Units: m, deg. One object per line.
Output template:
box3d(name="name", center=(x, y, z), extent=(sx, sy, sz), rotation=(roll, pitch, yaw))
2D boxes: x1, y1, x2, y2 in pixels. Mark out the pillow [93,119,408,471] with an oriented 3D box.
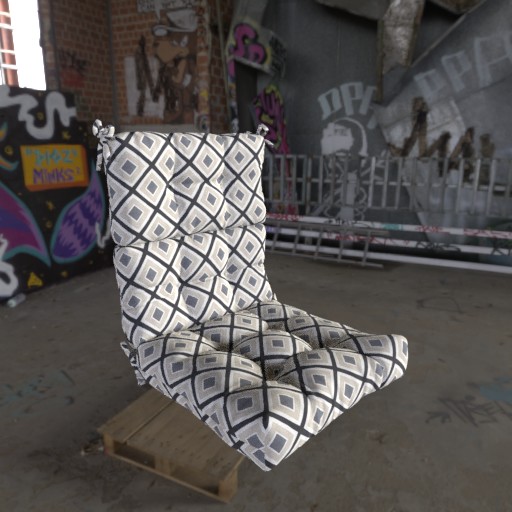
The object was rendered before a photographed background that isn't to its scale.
box3d(name="pillow", center=(0.000, 0.000, 1.014), extent=(0.519, 0.605, 0.571), rotation=(-13, 19, -42))
